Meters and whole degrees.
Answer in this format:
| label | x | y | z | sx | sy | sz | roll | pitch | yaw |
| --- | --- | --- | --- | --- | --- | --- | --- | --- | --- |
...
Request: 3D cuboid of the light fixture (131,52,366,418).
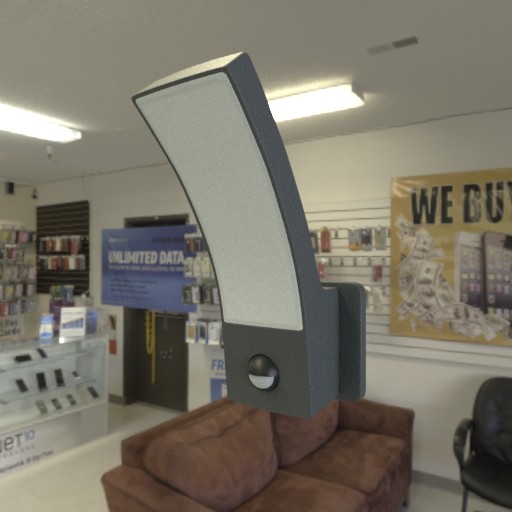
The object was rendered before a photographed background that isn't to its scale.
| label | x | y | z | sx | sy | sz | roll | pitch | yaw |
| --- | --- | --- | --- | --- | --- | --- | --- | --- | --- |
| light fixture | 0.000 | 0.000 | 0.336 | 0.108 | 0.243 | 0.174 | 0 | 0 | 36 |
